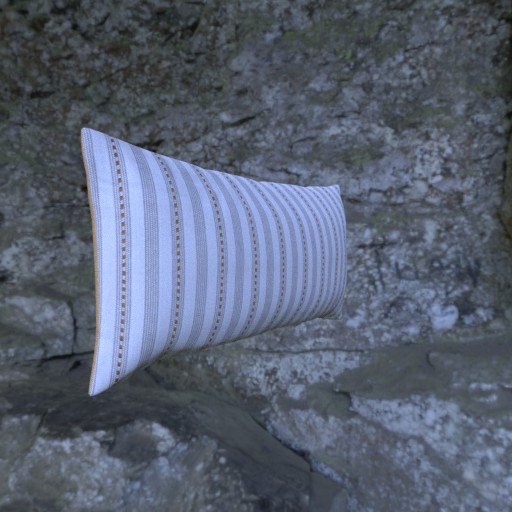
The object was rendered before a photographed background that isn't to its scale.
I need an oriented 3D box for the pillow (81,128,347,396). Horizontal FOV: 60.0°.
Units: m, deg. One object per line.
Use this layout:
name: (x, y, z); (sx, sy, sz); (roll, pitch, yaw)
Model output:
pillow: (0.000, 0.000, 0.719); (0.151, 0.291, 0.608); (1, 2, 37)
